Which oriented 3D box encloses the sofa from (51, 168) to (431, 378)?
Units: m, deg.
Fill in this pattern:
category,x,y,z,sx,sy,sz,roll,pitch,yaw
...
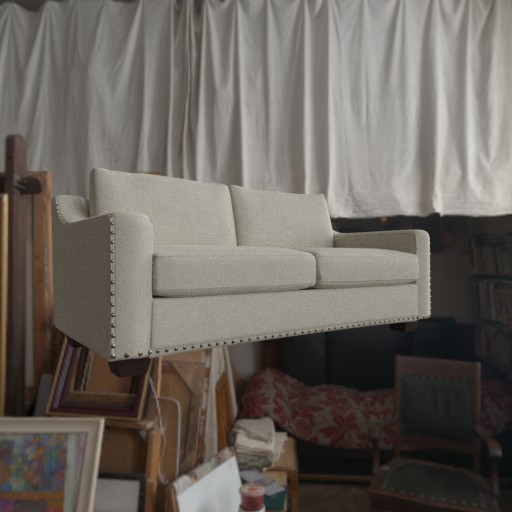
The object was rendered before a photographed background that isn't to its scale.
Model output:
category,x,y,z,sx,sy,sz,roll,pitch,yaw
sofa,0.000,0.000,2.709,2.107,0.983,1.104,0,0,-36
